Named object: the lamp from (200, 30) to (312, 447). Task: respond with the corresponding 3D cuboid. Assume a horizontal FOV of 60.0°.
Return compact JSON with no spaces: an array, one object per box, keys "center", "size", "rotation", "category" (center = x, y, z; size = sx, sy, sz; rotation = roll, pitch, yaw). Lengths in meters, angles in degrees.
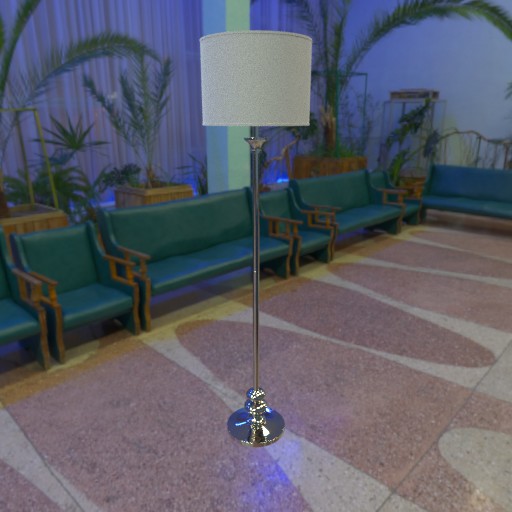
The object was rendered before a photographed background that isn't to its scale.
[{"center":[0.000,0.000,1.624],"size":[0.356,1.487,0.356],"rotation":[-16,23,-41],"category":"lamp"}]
